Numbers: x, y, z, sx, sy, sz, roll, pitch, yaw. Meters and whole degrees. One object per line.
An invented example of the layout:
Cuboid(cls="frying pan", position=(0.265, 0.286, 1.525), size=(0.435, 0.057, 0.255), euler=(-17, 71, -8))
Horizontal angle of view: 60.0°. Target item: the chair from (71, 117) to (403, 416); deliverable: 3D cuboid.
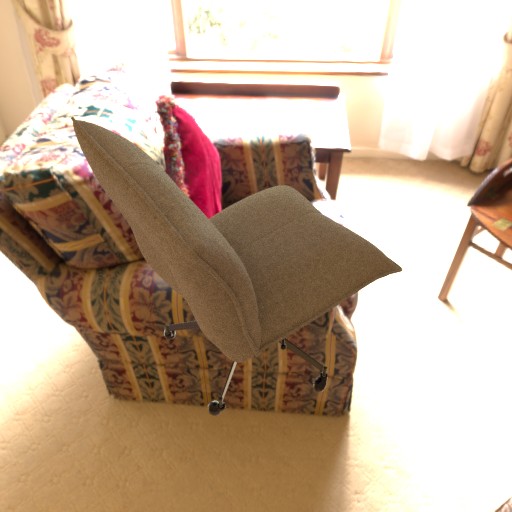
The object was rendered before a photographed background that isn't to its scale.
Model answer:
Cuboid(cls="chair", position=(0.000, 0.000, 1.288), size=(0.696, 0.811, 0.597), euler=(-25, 48, -25))
